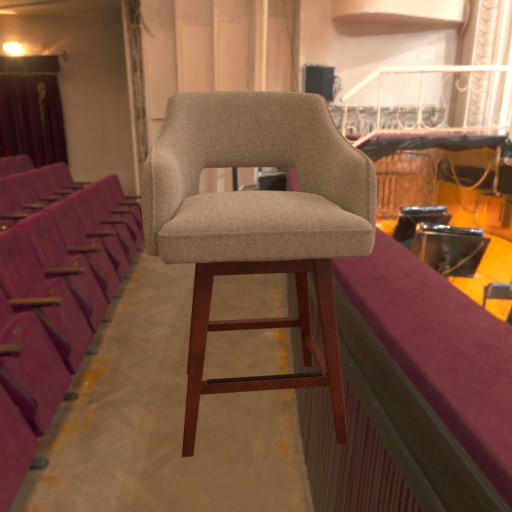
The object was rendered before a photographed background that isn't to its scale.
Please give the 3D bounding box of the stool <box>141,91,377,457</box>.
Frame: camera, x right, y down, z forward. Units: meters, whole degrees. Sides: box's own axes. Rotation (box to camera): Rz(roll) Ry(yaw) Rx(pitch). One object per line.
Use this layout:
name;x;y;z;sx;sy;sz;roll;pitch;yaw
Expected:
stool;0.000;0.000;1.296;0.599;0.944;0.558;-2;16;-6
